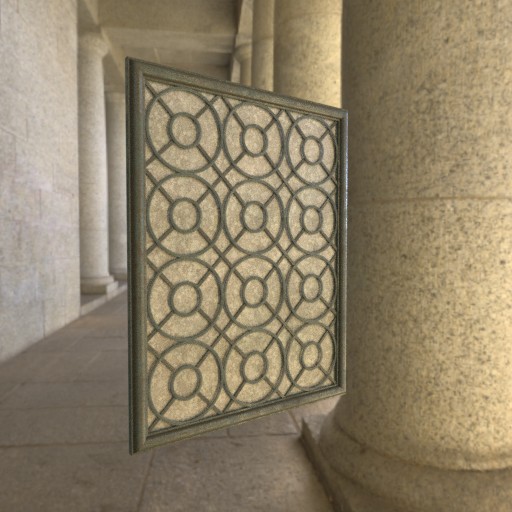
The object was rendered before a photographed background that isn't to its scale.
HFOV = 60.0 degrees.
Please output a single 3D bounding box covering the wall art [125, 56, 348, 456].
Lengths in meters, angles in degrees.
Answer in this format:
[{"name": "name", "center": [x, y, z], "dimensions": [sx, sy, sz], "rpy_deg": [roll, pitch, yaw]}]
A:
[{"name": "wall art", "center": [0.000, 0.000, 1.313], "dimensions": [0.767, 0.983, 0.030], "rpy_deg": [-1, 3, -35]}]
